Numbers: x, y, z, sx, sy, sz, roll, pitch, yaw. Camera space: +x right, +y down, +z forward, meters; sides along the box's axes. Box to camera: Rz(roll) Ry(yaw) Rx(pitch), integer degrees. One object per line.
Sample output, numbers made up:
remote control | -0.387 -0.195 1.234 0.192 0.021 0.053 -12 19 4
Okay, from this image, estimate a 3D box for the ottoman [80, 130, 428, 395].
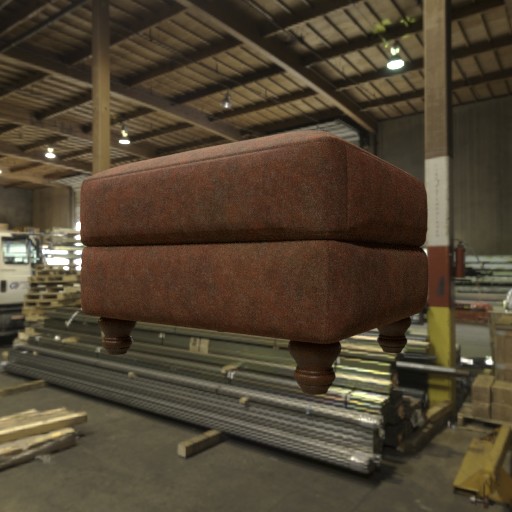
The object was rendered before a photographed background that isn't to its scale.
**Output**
ottoman | 0.000 0.000 1.171 0.787 0.508 0.635 0 -1 35
